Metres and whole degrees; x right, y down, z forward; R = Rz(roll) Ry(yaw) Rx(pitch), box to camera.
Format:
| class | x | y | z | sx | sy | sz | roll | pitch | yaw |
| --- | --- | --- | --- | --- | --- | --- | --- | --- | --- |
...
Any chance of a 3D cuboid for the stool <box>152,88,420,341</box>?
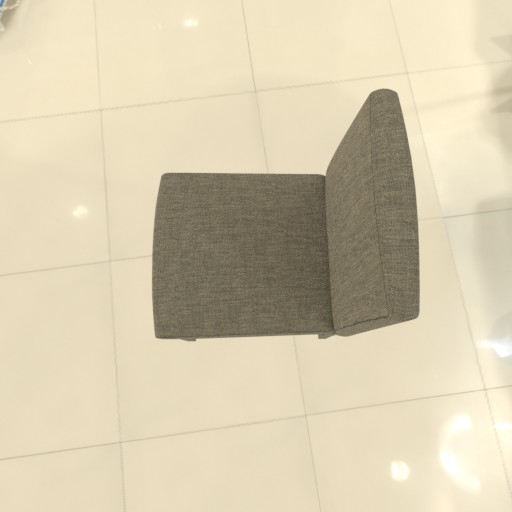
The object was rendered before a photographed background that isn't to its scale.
| class | x | y | z | sx | sy | sz | roll | pitch | yaw |
| --- | --- | --- | --- | --- | --- | --- | --- | --- | --- |
| stool | 0.000 | 0.000 | 1.227 | 0.552 | 0.966 | 0.451 | -1 | 76 | 0 |
